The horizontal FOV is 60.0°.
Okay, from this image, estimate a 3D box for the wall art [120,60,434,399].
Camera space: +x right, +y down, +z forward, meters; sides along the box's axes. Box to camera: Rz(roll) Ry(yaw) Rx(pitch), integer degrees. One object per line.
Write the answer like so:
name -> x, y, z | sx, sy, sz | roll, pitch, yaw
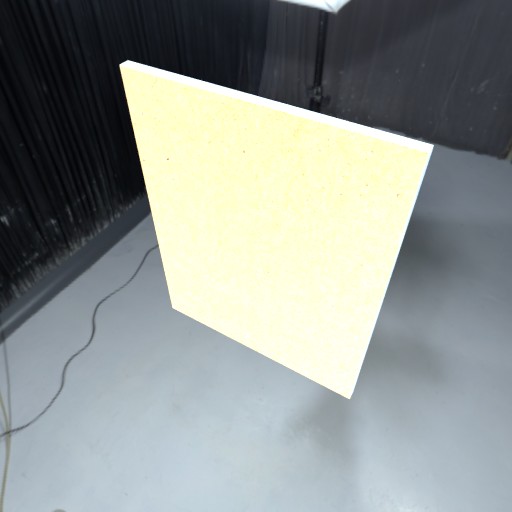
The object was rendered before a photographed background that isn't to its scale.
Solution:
wall art -> 0.000, 0.000, 0.827 | 0.481, 0.613, 0.020 | 23, 50, 21
